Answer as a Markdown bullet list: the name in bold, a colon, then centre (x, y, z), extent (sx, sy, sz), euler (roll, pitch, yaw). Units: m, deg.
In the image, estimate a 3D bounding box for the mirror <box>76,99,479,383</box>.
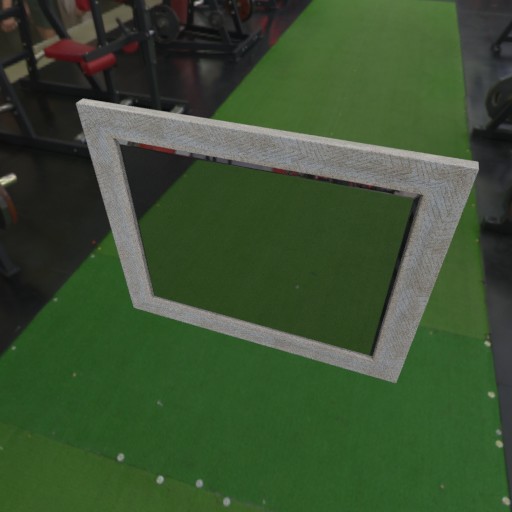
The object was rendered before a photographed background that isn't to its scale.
- **mirror**: centre (0.000, 0.000, 1.119), extent (0.839, 0.689, 0.028), euler (13, 44, 14)
